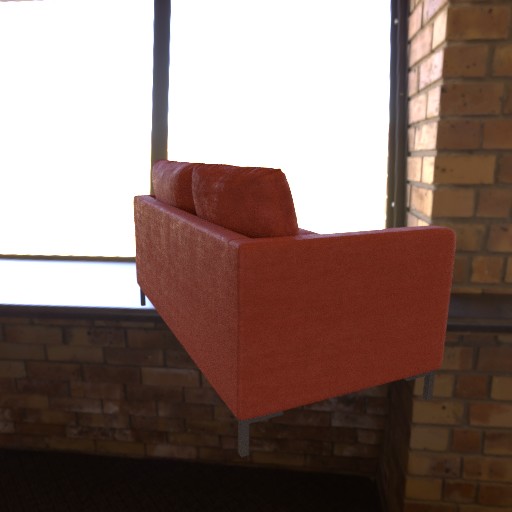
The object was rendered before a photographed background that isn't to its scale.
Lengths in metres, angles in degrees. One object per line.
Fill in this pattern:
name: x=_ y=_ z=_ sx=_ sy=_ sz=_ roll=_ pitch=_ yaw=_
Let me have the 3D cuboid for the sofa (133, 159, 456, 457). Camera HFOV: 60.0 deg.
sofa: x=0.000 y=0.000 z=2.104 sx=0.864 sy=0.896 sz=1.574 roll=-6 pitch=14 yaw=-25
